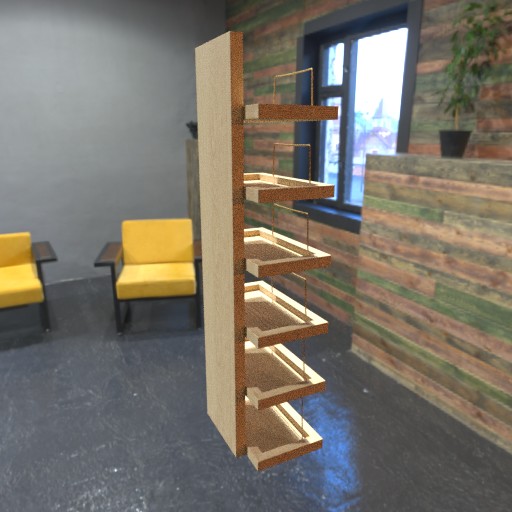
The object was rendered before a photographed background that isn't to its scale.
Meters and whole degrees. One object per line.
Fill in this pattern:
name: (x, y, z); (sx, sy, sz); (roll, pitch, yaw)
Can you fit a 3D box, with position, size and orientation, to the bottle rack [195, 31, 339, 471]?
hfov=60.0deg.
bottle rack: (0.000, 0.000, 1.080); (0.206, 0.943, 0.330); (-8, 17, -25)
